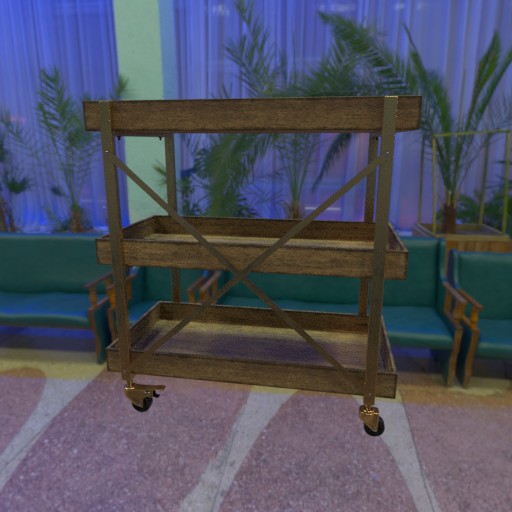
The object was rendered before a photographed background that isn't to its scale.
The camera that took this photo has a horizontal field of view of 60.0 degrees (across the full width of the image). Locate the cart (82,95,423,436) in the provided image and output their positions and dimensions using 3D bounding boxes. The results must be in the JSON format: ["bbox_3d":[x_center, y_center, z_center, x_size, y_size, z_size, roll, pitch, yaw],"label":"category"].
[{"bbox_3d":[0.000,0.000,1.233,0.750,0.799,0.416,3,15,10],"label":"cart"}]
